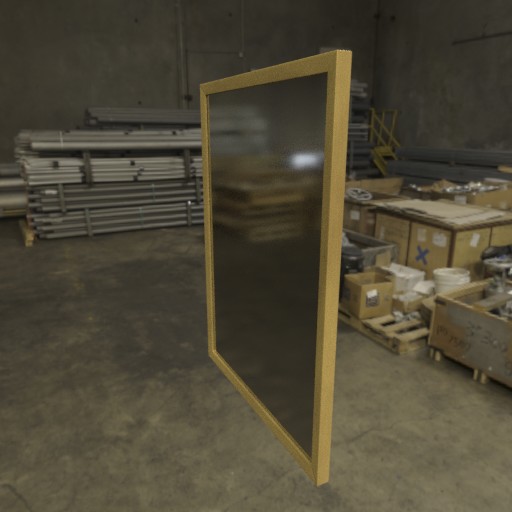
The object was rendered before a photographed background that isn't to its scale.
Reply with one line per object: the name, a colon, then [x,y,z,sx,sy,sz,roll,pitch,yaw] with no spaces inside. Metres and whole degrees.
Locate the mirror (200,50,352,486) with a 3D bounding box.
mirror: [0.000,0.000,1.319,0.040,1.016,0.762,-8,18,-26]
